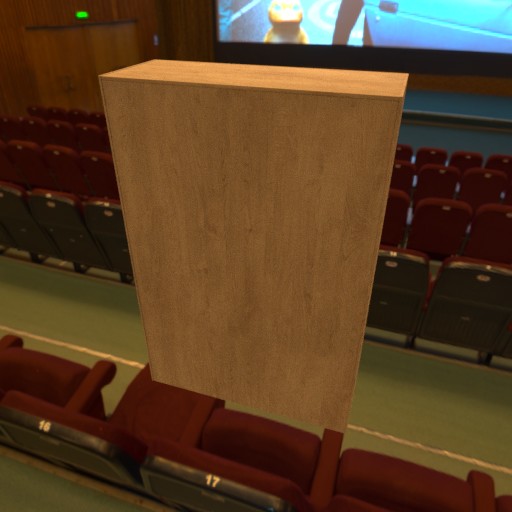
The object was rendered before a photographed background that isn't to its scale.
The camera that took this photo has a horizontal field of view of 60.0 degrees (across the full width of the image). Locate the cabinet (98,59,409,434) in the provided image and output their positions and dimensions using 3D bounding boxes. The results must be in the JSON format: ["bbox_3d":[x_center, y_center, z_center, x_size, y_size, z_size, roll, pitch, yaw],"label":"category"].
[{"bbox_3d":[0.000,0.000,2.482,1.290,1.910,0.510,10,33,16],"label":"cabinet"}]
